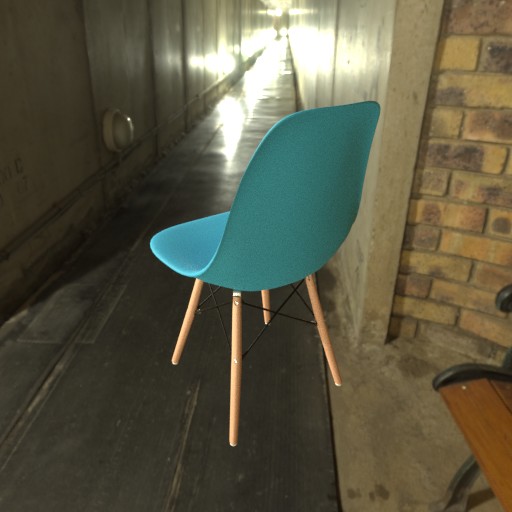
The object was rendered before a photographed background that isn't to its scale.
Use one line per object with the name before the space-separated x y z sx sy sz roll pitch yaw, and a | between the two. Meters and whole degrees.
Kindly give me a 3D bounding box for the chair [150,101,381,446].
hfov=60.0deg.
chair | 0.000 0.000 1.141 0.470 0.826 0.531 -18 34 -29
